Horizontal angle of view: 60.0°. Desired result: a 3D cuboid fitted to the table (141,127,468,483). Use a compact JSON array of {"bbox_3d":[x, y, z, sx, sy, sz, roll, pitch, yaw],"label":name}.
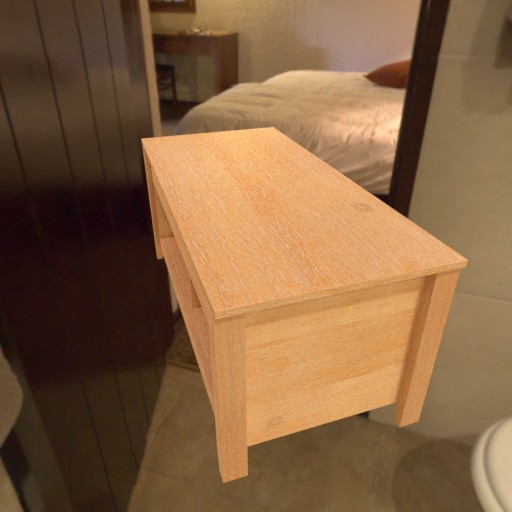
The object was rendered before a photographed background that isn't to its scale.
[{"bbox_3d":[0.000,0.000,1.282,0.483,0.457,1.016,-10,32,-16],"label":"table"}]
